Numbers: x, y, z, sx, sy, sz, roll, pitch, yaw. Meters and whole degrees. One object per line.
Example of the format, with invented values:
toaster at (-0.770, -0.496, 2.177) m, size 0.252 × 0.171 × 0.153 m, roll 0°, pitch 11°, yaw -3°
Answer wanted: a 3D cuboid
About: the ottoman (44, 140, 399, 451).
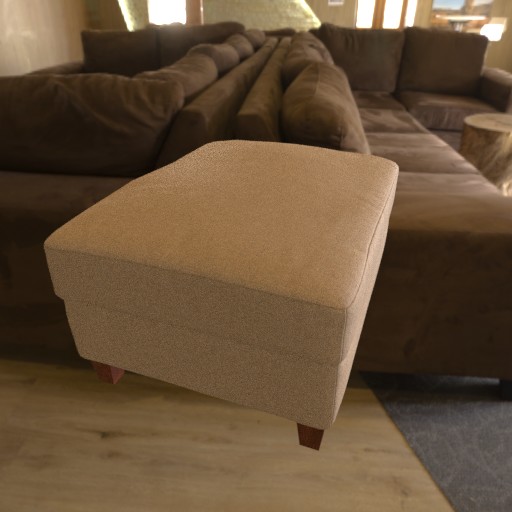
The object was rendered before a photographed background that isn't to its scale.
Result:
ottoman at (0.000, 0.000, 1.300) m, size 0.692 × 0.511 × 0.902 m, roll 11°, pitch 31°, yaw 18°
